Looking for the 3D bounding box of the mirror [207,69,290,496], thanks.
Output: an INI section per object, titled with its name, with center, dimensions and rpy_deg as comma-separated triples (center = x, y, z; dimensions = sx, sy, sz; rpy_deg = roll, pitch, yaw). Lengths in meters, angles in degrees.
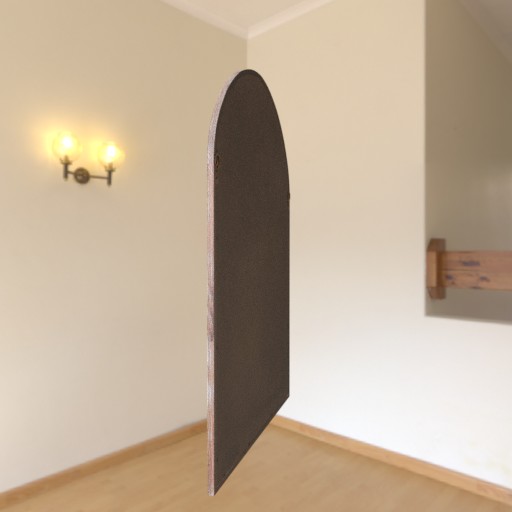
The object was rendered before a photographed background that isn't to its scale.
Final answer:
[mirror]
center = 0.000, 0.000, 1.140
dimensions = 0.032, 0.915, 0.609
rpy_deg = 0, 1, 18
